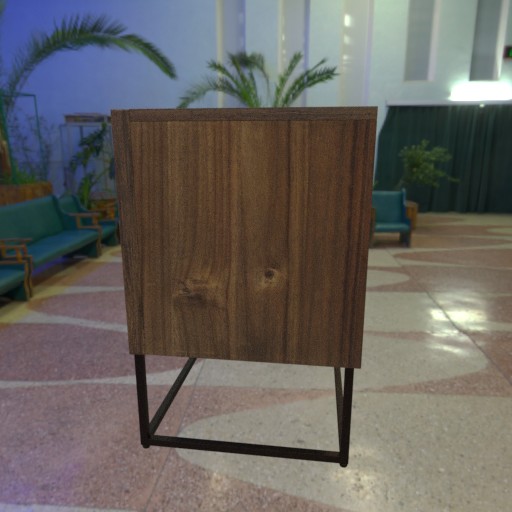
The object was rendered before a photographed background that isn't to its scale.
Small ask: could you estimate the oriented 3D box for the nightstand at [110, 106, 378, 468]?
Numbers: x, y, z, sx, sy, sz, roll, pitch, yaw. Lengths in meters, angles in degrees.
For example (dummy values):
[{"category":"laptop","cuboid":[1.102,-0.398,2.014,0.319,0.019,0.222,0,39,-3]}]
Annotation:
[{"category":"nightstand","cuboid":[0.000,0.000,1.027,0.437,0.610,0.610,2,14,8]}]
